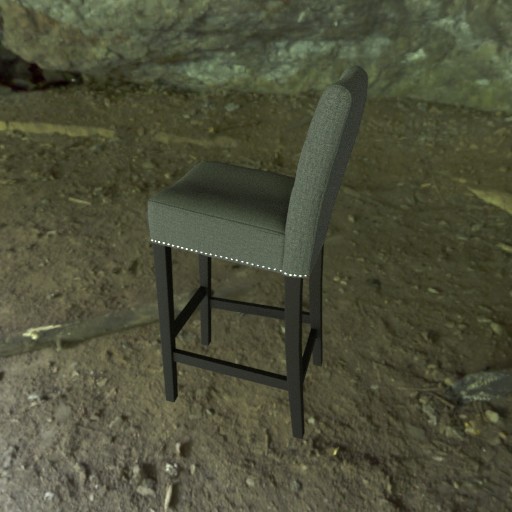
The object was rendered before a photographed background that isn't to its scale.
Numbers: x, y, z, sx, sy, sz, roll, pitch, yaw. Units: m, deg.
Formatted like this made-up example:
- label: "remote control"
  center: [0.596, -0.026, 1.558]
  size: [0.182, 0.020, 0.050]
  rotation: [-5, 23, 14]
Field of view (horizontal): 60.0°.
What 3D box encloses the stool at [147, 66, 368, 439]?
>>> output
- label: "stool"
  center: [0.000, 0.000, 1.345]
  size: [0.548, 1.047, 0.411]
  rotation: [8, 30, 15]
